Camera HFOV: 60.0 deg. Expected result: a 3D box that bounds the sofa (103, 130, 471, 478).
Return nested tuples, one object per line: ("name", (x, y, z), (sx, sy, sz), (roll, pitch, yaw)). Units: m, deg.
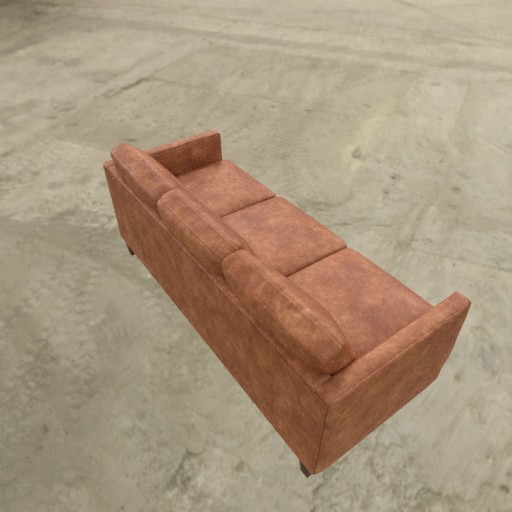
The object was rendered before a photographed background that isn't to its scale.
("sofa", (0.000, 0.000, 2.946), (1.045, 1.006, 2.464), (-25, 47, -26))
